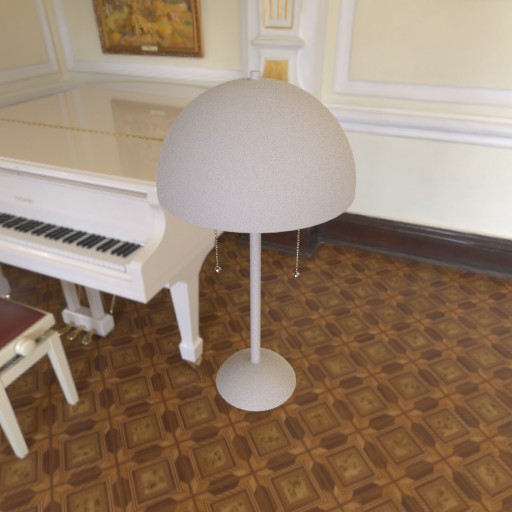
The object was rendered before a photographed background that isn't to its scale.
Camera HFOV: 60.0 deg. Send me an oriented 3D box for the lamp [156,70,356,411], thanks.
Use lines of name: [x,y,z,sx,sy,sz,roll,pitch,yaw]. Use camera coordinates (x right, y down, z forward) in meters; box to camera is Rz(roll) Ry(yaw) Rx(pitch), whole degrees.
lamp: [0.000,0.000,0.425,0.171,0.330,0.171,0,31,0]
